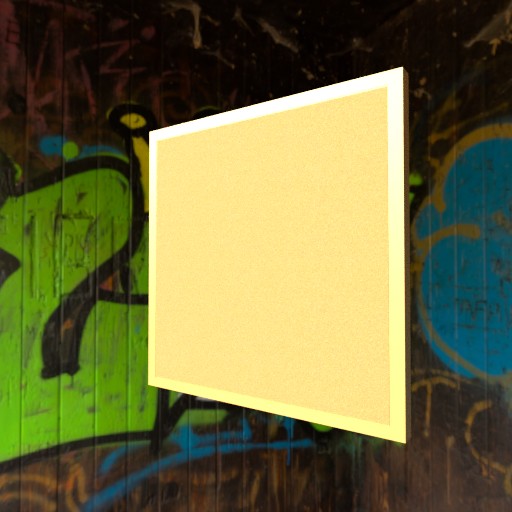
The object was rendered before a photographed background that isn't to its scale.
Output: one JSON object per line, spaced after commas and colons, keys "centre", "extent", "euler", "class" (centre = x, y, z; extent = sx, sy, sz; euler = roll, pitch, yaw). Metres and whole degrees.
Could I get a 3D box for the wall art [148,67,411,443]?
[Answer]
{"centre": [0.000, 0.000, 2.865], "extent": [1.926, 1.926, 0.099], "euler": [-1, -2, 35], "class": "wall art"}
